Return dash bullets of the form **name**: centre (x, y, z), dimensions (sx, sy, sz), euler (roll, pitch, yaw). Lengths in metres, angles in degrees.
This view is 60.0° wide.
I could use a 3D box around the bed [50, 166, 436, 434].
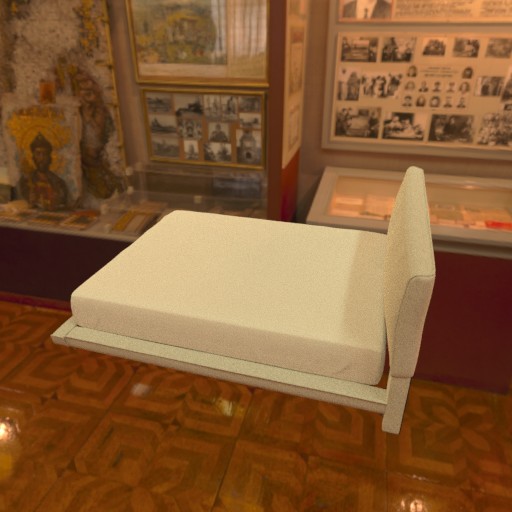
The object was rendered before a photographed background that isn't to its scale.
- **bed**: centre (0.000, 0.000, 3.545), dimensions (2.498, 1.126, 1.980), euler (8, 29, 15)
